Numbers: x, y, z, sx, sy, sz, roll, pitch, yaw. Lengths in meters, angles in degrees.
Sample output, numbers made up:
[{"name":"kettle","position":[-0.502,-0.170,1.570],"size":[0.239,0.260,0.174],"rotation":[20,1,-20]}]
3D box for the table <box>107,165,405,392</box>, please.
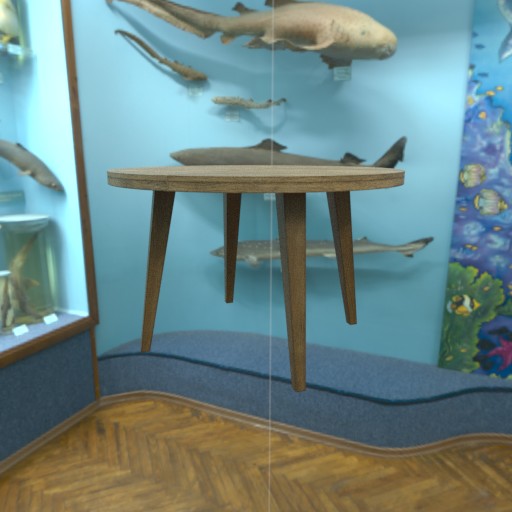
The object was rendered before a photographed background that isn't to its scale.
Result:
[{"name":"table","position":[0.000,0.000,1.983],"size":[1.213,0.764,1.213],"rotation":[0,13,0]}]
